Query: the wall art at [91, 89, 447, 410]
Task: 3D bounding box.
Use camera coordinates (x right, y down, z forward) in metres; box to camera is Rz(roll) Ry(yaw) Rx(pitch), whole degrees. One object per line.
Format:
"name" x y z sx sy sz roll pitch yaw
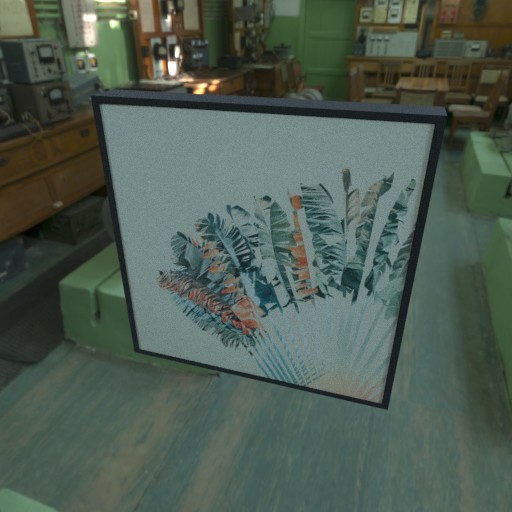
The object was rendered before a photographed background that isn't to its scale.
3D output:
"wall art" 0.000 0.000 0.448 0.302 0.300 0.036 9 30 15
